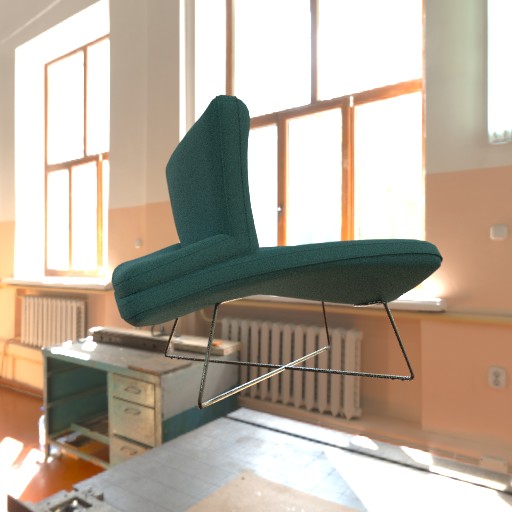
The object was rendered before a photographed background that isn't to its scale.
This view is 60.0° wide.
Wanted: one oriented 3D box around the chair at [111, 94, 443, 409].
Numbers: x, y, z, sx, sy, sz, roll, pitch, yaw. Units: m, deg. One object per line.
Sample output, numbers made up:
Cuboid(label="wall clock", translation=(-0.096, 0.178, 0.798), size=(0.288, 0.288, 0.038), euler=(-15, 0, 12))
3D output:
Cuboid(label="chair", translation=(0.000, 0.000, 1.634), size=(1.008, 0.855, 0.859), euler=(0, 0, -19))
